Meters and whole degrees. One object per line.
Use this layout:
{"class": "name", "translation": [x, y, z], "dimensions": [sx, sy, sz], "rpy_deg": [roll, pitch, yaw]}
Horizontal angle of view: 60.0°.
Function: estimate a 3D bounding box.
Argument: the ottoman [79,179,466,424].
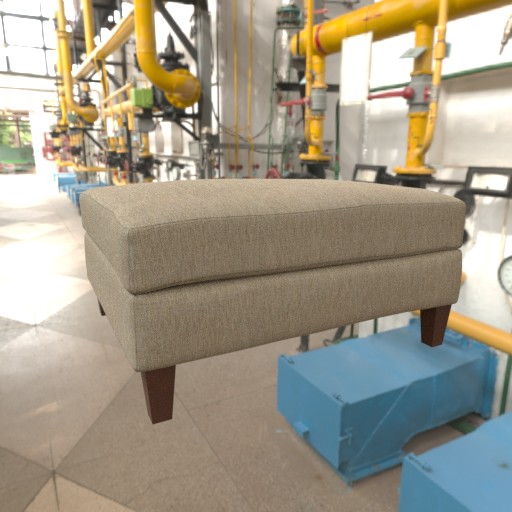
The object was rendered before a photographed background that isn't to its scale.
{"class": "ottoman", "translation": [0.000, 0.000, 1.435], "dimensions": [0.976, 0.492, 0.836], "rpy_deg": [-7, 15, -26]}
